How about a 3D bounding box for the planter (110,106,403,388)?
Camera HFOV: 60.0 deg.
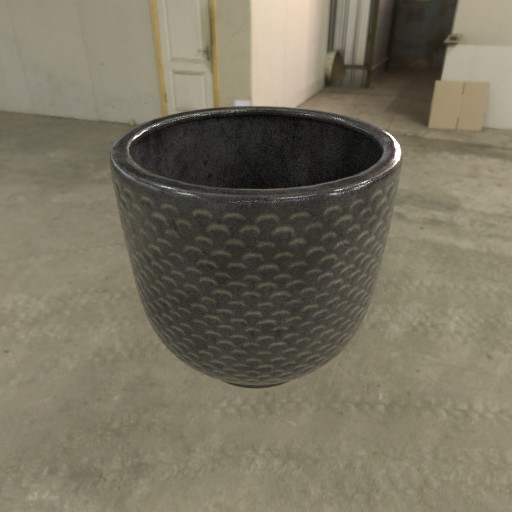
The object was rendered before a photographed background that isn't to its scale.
[{"bbox_3d":[0.000,0.000,0.355,0.197,0.191,0.197,0,32,0],"label":"planter"}]
